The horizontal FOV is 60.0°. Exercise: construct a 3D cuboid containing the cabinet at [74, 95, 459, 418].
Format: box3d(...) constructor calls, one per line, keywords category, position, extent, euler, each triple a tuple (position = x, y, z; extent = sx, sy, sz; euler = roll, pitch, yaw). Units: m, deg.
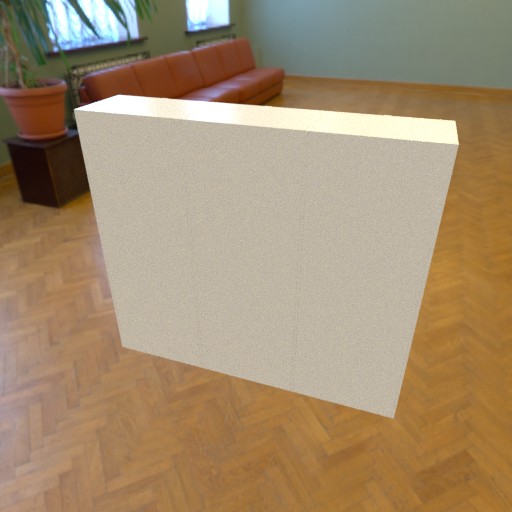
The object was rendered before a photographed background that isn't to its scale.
box3d(category="cabinet", position=(0.000, 0.000, 3.800), extent=(2.700, 2.370, 0.590), euler=(10, 32, 16))
